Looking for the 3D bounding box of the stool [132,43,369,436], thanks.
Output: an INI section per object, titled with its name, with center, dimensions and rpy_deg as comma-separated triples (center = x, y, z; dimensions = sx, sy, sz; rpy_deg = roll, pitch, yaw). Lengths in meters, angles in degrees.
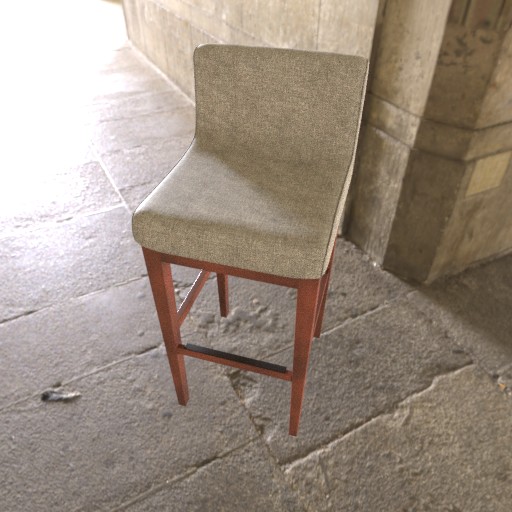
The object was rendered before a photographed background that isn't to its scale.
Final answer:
[stool]
center = 0.000, 0.000, 1.215
dimensions = 0.426, 0.965, 0.499
rpy_deg = 11, 41, 12
